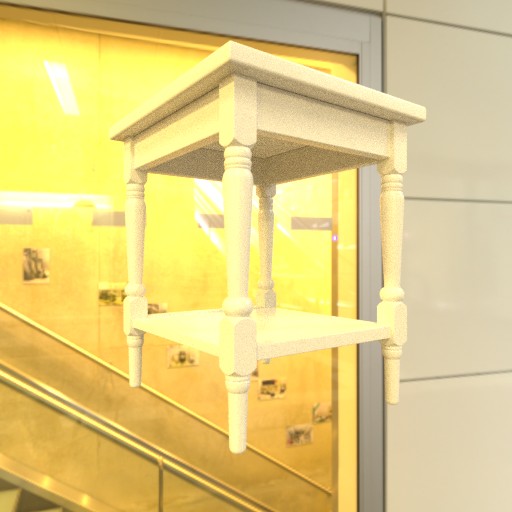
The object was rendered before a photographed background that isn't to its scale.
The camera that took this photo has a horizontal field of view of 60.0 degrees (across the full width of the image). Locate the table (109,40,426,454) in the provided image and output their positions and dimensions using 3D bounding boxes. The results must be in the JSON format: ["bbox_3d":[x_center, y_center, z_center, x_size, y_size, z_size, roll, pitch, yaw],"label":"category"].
[{"bbox_3d":[0.000,0.000,0.903,0.442,0.565,0.488,0,0,-36],"label":"table"}]
